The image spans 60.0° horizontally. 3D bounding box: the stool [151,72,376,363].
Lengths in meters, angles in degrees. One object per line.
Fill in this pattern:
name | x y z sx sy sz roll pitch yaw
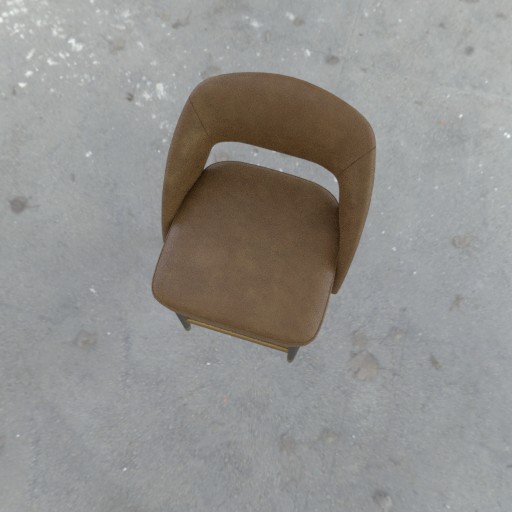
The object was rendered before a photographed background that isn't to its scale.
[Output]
stool | 0.000 0.000 1.331 0.494 1.037 0.509 16 76 4
